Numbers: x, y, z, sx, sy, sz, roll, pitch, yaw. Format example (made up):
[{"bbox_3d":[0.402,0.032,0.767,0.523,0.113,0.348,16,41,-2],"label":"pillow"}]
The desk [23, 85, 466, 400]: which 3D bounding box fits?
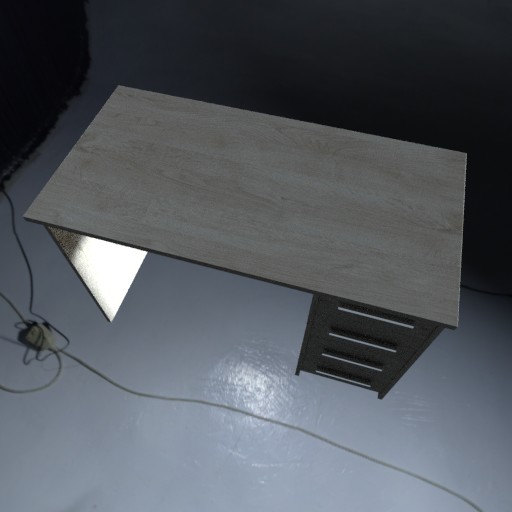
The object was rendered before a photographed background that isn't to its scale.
[{"bbox_3d":[0.000,0.000,1.515,1.096,0.730,0.560,14,58,9],"label":"desk"}]
